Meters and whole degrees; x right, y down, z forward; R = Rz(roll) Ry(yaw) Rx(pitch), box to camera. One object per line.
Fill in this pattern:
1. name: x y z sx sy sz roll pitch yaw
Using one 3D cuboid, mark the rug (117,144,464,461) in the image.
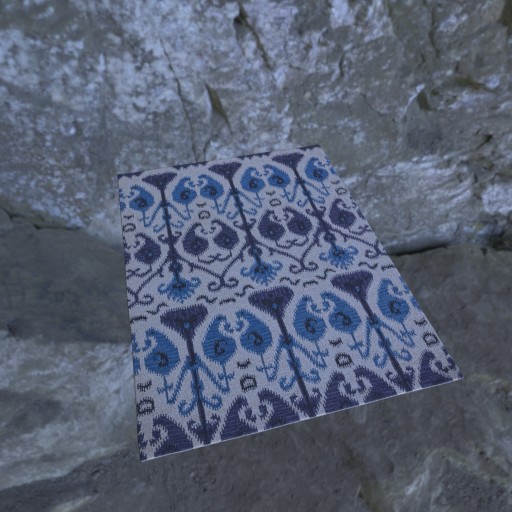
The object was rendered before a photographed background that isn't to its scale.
1. rug: 0.000 0.000 4.216 2.443 0.024 3.228 -11 49 -10
